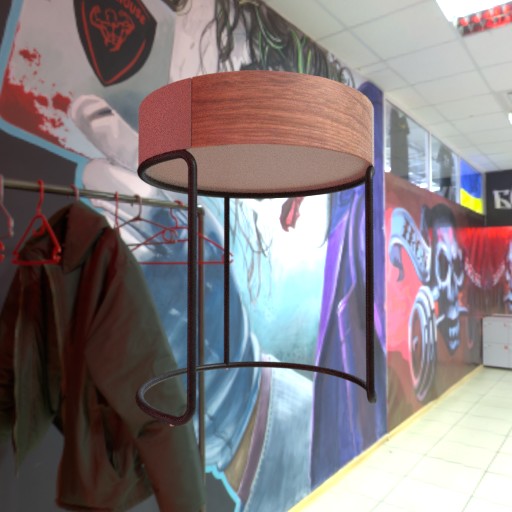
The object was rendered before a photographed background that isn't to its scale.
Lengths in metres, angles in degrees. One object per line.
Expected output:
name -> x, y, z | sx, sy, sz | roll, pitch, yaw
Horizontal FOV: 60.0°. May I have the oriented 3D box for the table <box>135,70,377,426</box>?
table -> 0.000, 0.000, 0.864 | 0.450, 0.530, 0.450 | 0, -2, 0
